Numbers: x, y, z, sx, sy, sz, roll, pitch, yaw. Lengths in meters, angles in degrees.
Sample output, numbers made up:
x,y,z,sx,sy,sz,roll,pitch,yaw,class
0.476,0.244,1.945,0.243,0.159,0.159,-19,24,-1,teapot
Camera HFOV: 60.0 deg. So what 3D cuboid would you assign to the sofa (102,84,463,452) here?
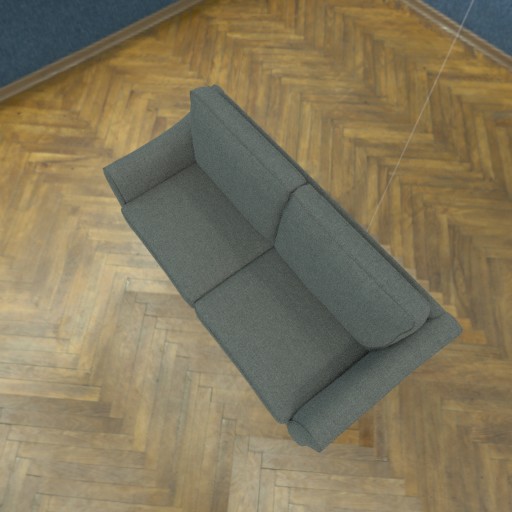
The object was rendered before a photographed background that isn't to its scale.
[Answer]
x,y,z,sx,sy,sz,roll,pitch,yaw,class
0.000,0.000,2.771,1.013,0.976,2.203,-35,69,-16,sofa
